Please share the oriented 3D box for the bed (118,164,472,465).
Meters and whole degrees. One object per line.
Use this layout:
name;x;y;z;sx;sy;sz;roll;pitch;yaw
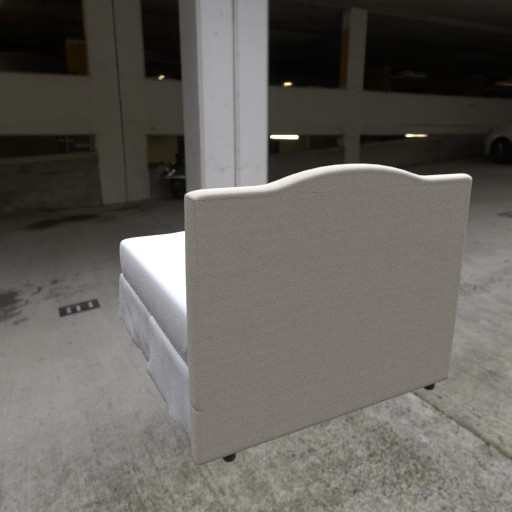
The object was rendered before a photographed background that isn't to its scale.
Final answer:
bed;0.000;0.000;3.240;1.741;1.449;2.196;-8;17;-26
